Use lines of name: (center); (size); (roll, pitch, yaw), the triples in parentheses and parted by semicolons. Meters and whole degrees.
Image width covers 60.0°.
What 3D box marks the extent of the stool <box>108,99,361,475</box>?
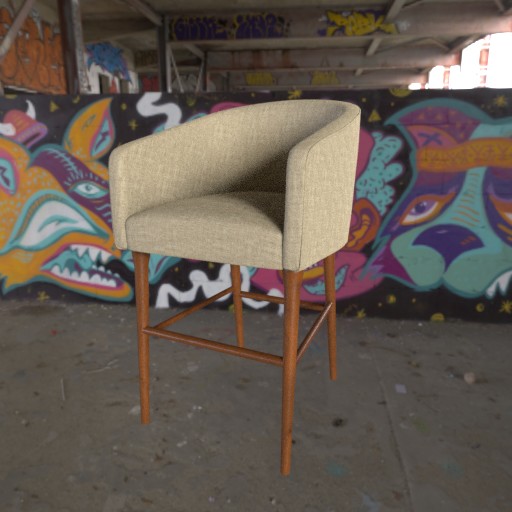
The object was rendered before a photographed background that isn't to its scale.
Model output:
stool: (0.000, 0.000, 1.346); (0.559, 0.952, 0.635); (7, 15, 27)
